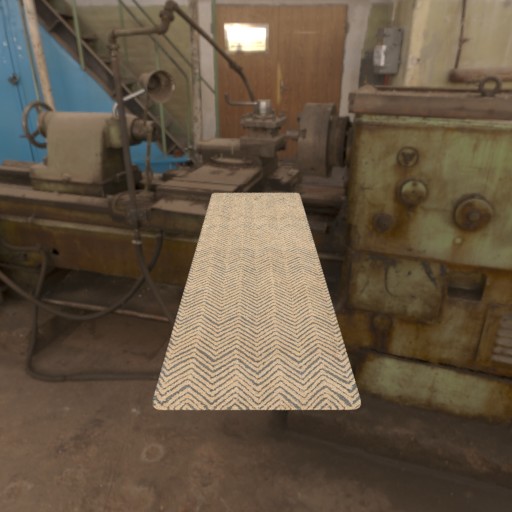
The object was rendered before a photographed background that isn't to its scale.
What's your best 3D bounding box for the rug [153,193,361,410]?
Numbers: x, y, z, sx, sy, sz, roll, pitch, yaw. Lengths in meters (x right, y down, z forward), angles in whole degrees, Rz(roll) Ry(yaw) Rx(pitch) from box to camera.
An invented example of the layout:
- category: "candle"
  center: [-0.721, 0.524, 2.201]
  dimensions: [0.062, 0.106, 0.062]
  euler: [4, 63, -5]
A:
- category: "rug"
  center: [0.000, 0.000, 2.460]
  dimensions: [0.686, 0.008, 2.286]
  euler: [0, 26, 0]
